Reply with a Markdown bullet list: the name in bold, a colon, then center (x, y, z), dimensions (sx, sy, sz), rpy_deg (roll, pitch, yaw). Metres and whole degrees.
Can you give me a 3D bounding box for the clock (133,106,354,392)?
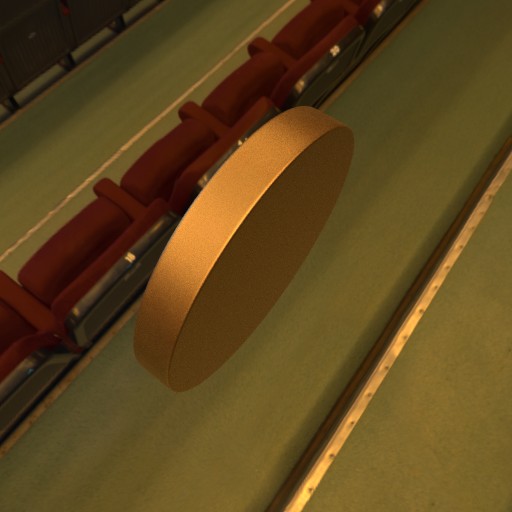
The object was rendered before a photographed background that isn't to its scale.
- **clock**: center (0.000, 0.000, 0.467), dimensions (0.040, 0.314, 0.314), rpy_deg (34, 69, 15)
